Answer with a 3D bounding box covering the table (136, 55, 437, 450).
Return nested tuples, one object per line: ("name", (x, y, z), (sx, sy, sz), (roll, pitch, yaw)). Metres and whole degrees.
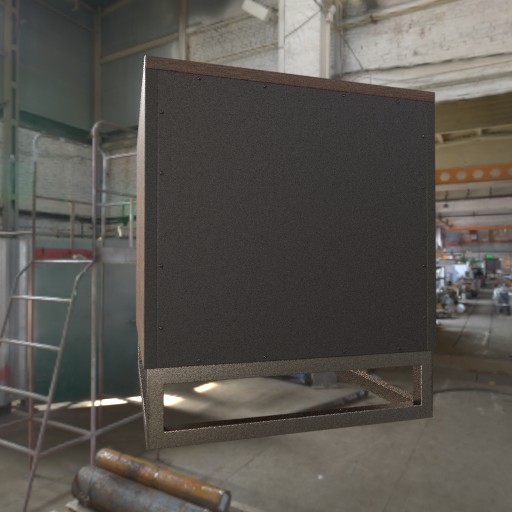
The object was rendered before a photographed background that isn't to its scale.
("table", (0.000, 0.000, 0.990), (0.506, 0.582, 0.566), (0, -1, -16))
